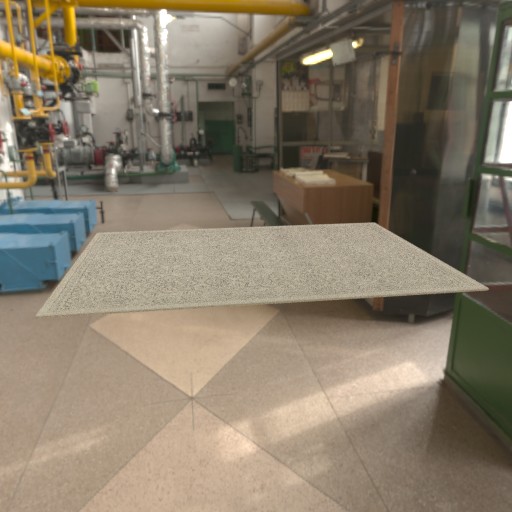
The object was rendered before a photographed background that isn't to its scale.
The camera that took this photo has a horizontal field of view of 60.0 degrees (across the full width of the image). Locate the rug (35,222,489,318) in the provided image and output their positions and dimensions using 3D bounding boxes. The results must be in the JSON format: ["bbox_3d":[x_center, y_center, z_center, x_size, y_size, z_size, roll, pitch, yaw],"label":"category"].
[{"bbox_3d":[0.000,0.000,2.329,1.829,0.010,1.219,-3,18,-8],"label":"rug"}]
